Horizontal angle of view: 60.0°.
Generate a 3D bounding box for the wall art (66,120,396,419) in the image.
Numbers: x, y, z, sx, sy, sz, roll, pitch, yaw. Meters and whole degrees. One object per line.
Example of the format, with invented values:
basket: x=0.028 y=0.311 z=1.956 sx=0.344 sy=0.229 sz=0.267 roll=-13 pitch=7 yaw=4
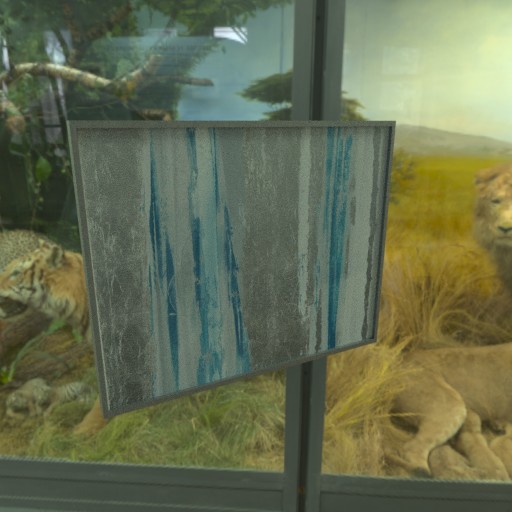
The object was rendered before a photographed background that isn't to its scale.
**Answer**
wall art: x=0.000 y=0.000 z=0.770 sx=0.557 sy=0.450 sz=0.037 roll=-9 pitch=19 yaw=-26
